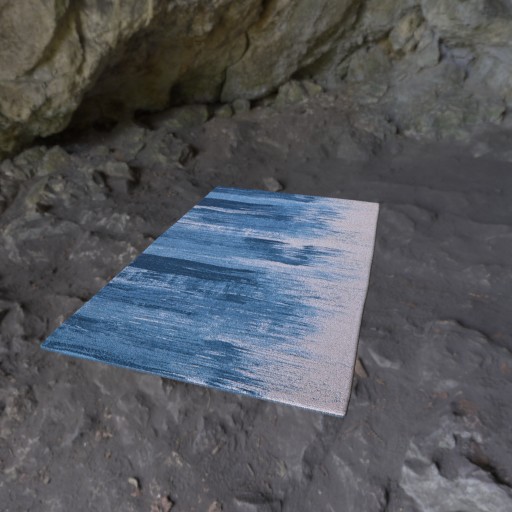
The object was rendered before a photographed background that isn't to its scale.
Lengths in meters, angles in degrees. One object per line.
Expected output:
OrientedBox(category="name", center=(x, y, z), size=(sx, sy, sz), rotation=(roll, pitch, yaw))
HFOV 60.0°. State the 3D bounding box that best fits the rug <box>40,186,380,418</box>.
OrientedBox(category="rug", center=(0.000, 0.000, 3.033), size=(1.540, 0.027, 2.450), rotation=(8, 30, 15))
